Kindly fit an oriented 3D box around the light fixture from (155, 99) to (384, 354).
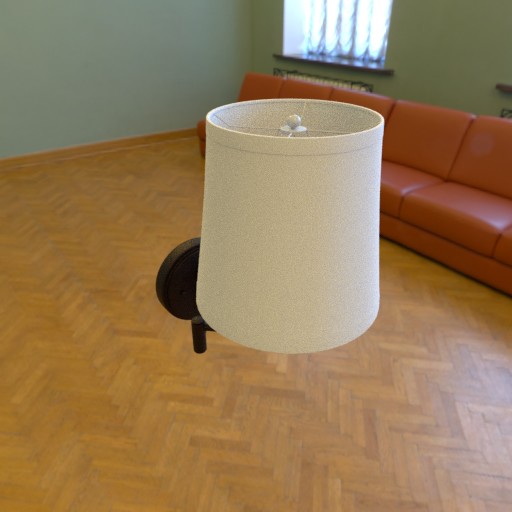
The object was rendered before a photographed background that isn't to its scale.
[{"bbox_3d":[0.000,0.000,0.262,0.100,0.172,0.157,-21,36,-32],"label":"light fixture"}]
